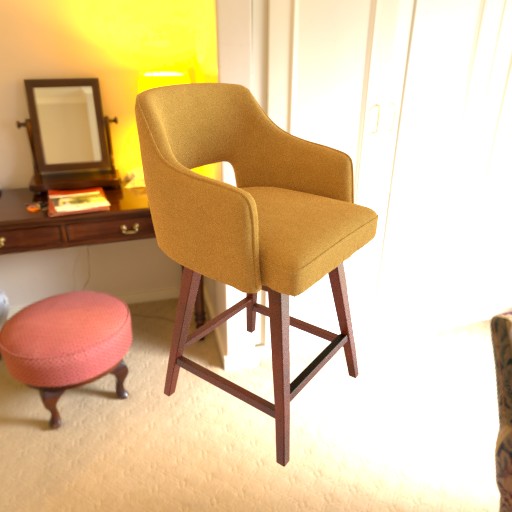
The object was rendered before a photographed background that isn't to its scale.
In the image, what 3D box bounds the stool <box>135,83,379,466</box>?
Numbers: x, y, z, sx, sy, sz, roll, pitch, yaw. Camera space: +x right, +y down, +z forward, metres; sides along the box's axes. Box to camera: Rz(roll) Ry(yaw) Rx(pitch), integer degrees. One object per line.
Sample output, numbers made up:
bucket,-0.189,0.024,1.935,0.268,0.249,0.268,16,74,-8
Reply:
stool,0.000,0.000,1.302,0.558,0.924,0.548,18,30,33
